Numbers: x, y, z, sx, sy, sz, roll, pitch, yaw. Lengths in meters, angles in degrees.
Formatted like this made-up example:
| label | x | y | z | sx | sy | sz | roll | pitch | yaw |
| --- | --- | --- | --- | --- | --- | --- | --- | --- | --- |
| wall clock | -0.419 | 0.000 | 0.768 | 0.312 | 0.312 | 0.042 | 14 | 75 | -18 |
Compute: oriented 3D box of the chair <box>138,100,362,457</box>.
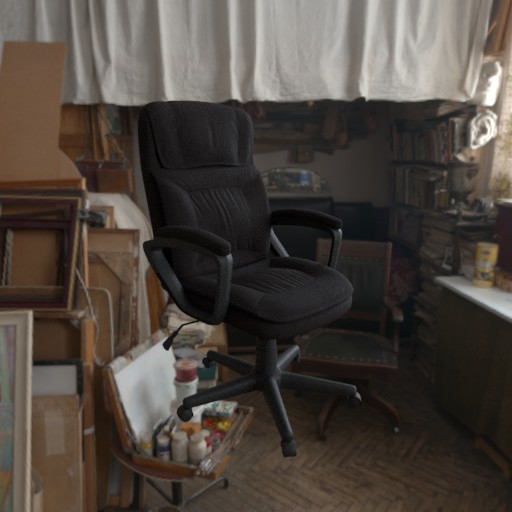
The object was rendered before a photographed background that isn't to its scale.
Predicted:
| label | x | y | z | sx | sy | sz | roll | pitch | yaw |
| --- | --- | --- | --- | --- | --- | --- | --- | --- | --- |
| chair | 0.000 | 0.000 | 1.612 | 0.724 | 1.105 | 0.667 | 14 | 20 | 43 |
